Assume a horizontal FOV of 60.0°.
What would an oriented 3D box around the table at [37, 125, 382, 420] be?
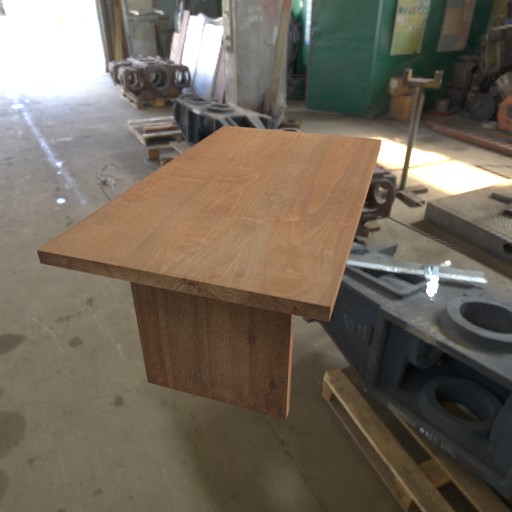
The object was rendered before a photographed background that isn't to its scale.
[{"bbox_3d":[0.000,0.000,2.145,0.946,0.780,1.609,10,32,16],"label":"table"}]
